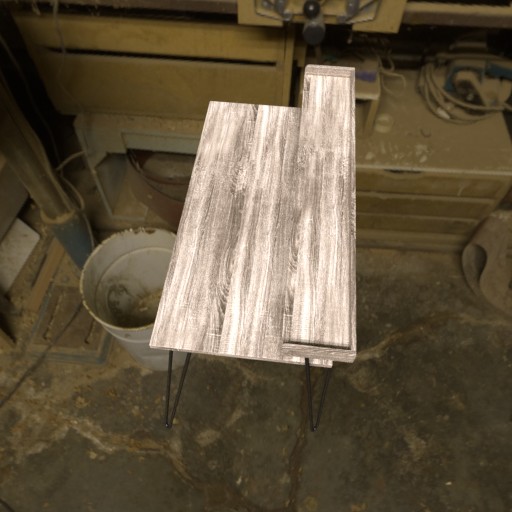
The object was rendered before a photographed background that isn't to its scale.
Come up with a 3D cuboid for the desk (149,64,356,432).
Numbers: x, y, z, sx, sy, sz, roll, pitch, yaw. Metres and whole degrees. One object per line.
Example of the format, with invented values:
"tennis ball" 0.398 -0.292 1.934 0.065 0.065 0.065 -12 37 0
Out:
"desk" 0.000 0.000 1.650 0.605 0.899 1.135 6 59 3
